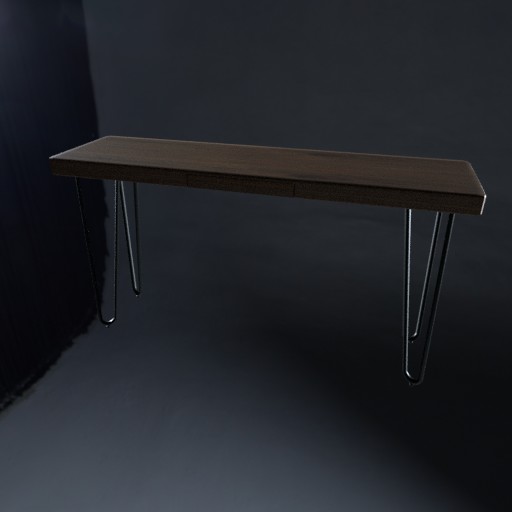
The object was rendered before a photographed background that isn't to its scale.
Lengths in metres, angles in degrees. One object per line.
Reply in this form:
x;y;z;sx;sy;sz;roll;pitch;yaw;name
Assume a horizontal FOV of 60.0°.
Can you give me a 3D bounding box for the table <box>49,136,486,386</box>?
0.000;0.000;1.894;1.570;0.834;0.425;8;28;14;table
